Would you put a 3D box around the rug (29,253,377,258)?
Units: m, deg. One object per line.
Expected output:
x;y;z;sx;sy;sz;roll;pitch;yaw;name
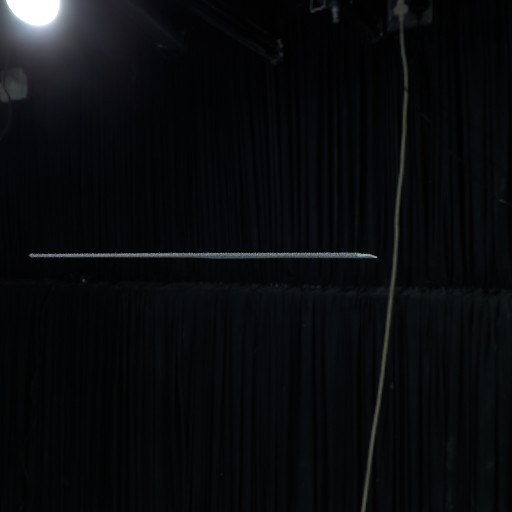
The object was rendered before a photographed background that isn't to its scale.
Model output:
0.000;0.000;2.326;1.174;0.022;1.853;0;0;17;rug
